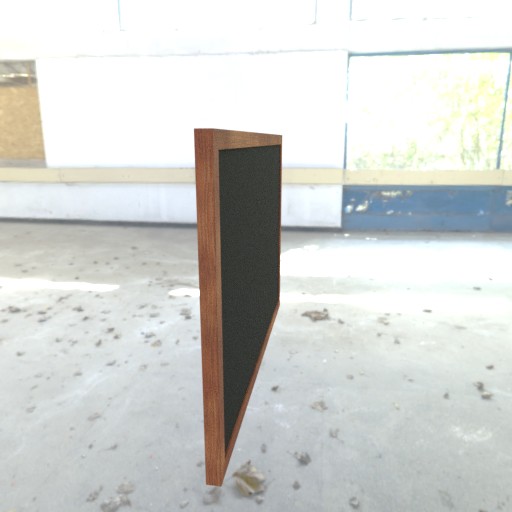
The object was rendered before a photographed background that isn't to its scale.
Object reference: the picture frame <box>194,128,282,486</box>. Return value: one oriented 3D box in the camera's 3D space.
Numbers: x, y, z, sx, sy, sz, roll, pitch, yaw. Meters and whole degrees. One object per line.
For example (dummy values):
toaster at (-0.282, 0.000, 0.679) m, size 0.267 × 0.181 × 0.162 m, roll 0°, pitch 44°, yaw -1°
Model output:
picture frame at (0.000, 0.000, 1.197) m, size 0.029 × 0.640 × 0.950 m, roll 2°, pitch 15°, yaw 9°
